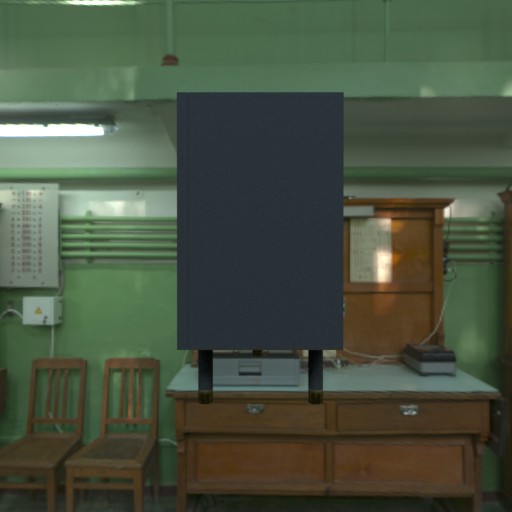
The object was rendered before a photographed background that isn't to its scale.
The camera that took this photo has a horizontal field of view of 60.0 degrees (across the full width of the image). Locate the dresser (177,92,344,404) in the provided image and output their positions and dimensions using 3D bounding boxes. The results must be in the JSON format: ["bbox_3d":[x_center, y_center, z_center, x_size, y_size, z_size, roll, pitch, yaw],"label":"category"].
[{"bbox_3d":[0.000,0.000,1.948,0.463,0.872,1.558,0,0,0],"label":"dresser"}]
